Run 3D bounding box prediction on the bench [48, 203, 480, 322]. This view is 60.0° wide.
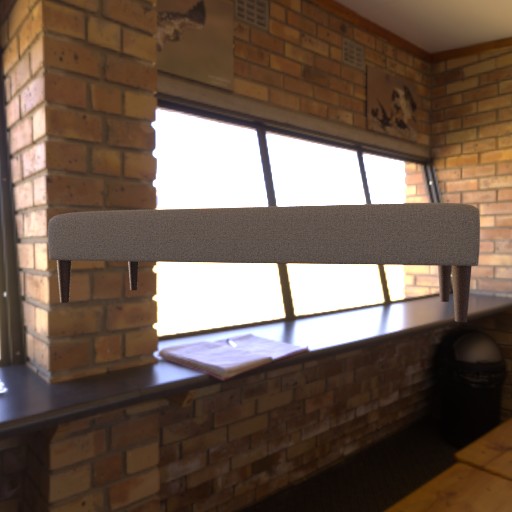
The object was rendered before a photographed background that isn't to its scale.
[{"bbox_3d":[0.000,0.000,1.844,1.598,0.383,0.631,1,2,18],"label":"bench"}]
